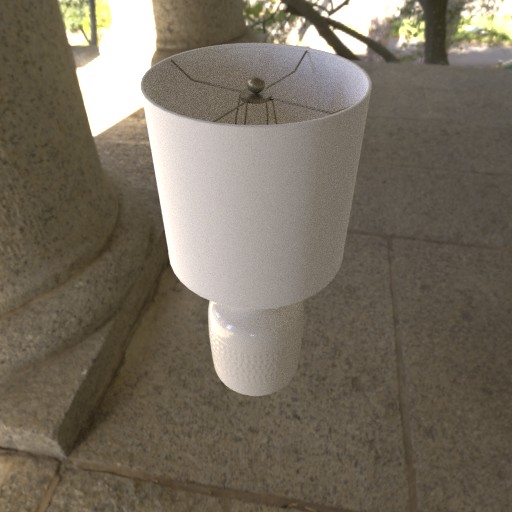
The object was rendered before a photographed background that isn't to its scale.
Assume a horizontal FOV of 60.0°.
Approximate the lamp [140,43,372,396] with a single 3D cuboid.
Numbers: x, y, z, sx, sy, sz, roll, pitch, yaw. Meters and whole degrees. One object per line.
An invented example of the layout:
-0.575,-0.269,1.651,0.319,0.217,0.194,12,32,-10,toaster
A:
0.000,0.000,0.494,0.188,0.392,0.188,-13,43,-14,lamp
